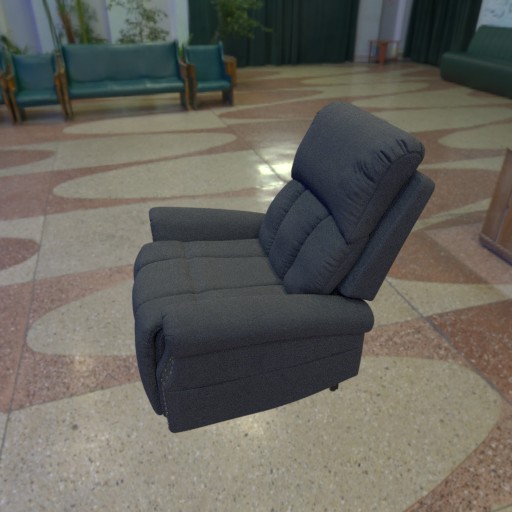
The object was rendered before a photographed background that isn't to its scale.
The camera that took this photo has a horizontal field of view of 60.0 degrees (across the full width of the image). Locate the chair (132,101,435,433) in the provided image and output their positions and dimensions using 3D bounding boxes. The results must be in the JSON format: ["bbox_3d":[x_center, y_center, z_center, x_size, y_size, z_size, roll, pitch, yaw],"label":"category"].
[{"bbox_3d":[0.000,0.000,1.728,0.979,1.031,0.871,-8,32,-12],"label":"chair"}]
